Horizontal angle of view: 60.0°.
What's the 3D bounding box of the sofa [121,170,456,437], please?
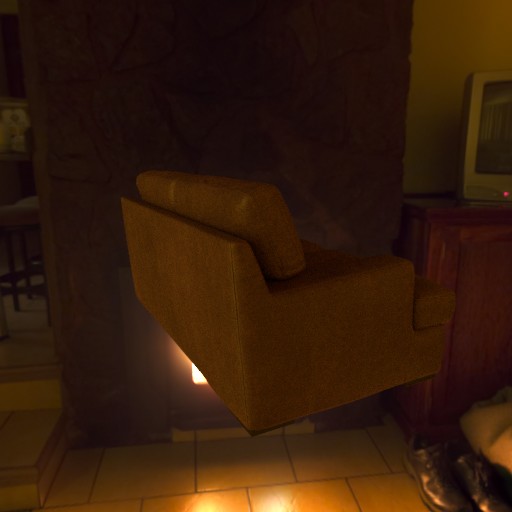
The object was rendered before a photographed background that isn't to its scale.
[{"bbox_3d":[0.000,0.000,2.530,1.143,0.939,1.880,-7,15,-27],"label":"sofa"}]
